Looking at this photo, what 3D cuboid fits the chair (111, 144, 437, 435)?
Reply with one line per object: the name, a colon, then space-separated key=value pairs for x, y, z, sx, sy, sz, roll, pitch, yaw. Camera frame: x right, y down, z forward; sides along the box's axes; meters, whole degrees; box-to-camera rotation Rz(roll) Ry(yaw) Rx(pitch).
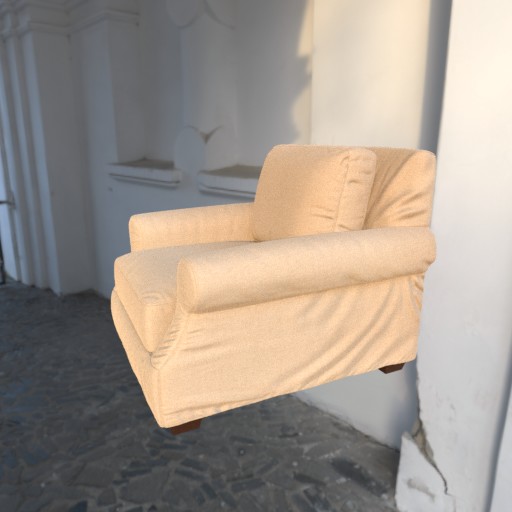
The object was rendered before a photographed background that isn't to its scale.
chair: x=0.000 y=0.000 z=1.775 sx=1.066 sy=0.866 sz=0.940 roll=-7 pitch=17 yaw=-25
